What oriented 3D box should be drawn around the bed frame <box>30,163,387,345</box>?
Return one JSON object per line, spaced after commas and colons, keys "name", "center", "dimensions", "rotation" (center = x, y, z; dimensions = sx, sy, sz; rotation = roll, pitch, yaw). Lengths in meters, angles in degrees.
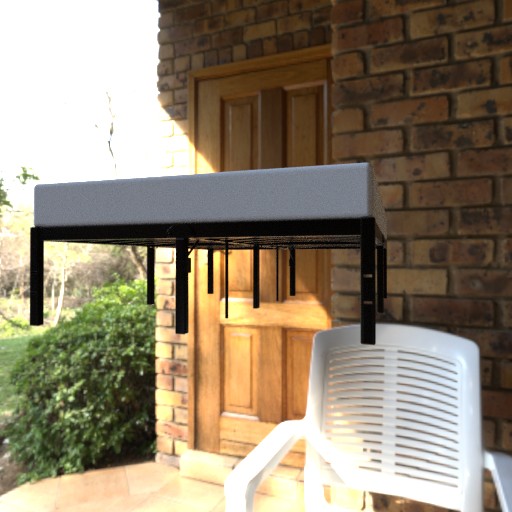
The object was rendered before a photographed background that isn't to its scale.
{"name": "bed frame", "center": [0.000, 0.000, 2.794], "dimensions": [1.557, 0.659, 2.072], "rotation": [0, -1, 18]}
